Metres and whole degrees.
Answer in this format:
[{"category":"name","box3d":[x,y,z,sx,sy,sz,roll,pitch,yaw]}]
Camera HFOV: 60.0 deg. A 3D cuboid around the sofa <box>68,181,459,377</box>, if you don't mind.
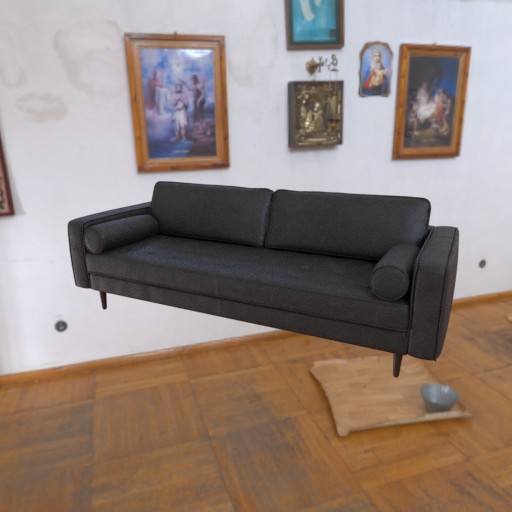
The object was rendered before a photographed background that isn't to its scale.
[{"category":"sofa","box3d":[0.000,0.000,2.679,2.210,0.762,0.914,8,18,25]}]
